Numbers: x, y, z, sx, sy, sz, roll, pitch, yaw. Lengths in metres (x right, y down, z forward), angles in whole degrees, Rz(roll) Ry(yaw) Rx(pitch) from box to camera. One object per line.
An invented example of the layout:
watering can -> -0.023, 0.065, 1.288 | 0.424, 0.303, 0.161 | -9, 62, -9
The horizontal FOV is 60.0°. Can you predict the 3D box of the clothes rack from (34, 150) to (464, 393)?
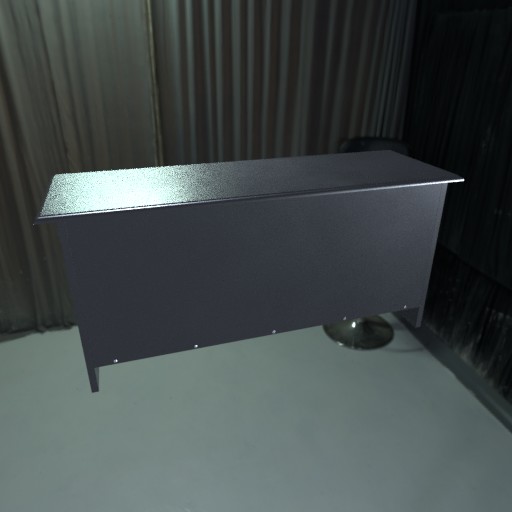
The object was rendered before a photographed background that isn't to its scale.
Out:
clothes rack -> 0.000, 0.000, 1.492 | 1.219, 0.556, 0.406 | -8, 27, -16
